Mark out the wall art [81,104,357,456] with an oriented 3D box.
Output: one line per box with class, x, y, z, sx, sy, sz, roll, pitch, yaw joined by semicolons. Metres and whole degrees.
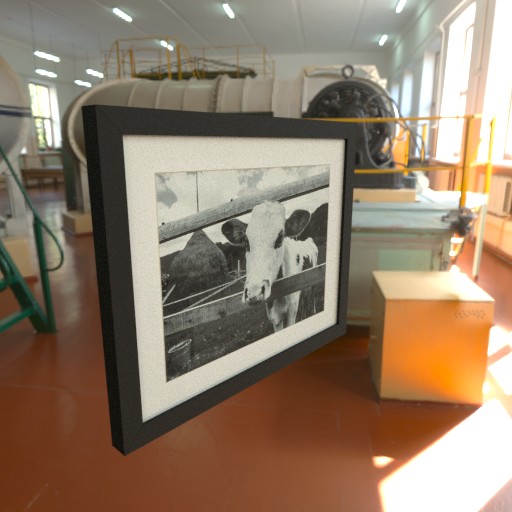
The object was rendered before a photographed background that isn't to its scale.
wall art;0.000;0.000;0.547;0.024;0.329;0.404;13;19;42
